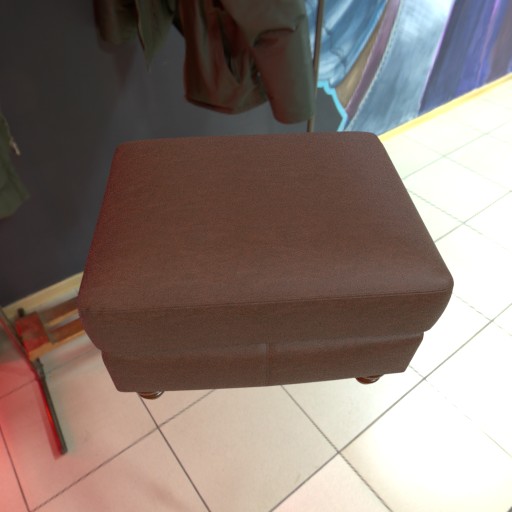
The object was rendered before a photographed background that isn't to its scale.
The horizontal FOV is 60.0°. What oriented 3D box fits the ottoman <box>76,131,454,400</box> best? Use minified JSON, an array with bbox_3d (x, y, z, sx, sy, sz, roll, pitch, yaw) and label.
[{"bbox_3d":[0.000,0.000,1.202,0.787,0.508,0.635,-3,45,-3],"label":"ottoman"}]
